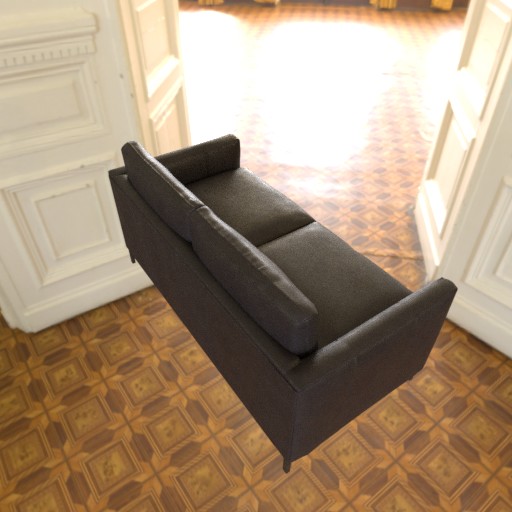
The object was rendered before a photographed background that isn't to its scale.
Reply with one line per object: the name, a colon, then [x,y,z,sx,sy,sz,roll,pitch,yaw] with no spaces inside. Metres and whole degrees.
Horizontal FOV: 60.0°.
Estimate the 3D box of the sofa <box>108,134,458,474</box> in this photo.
sofa: [0.000,0.000,2.352,0.947,0.883,1.805,-26,47,-27]
